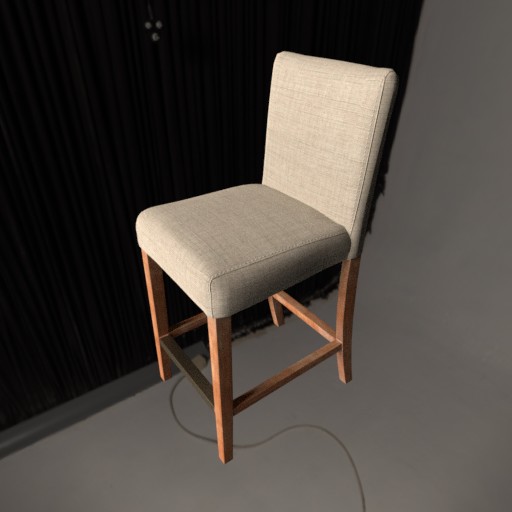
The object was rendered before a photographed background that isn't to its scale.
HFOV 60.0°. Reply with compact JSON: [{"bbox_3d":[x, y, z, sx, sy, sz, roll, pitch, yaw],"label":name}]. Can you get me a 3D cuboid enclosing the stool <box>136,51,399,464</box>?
[{"bbox_3d":[0.000,0.000,1.314,0.567,1.039,0.454,-21,37,-30],"label":"stool"}]
